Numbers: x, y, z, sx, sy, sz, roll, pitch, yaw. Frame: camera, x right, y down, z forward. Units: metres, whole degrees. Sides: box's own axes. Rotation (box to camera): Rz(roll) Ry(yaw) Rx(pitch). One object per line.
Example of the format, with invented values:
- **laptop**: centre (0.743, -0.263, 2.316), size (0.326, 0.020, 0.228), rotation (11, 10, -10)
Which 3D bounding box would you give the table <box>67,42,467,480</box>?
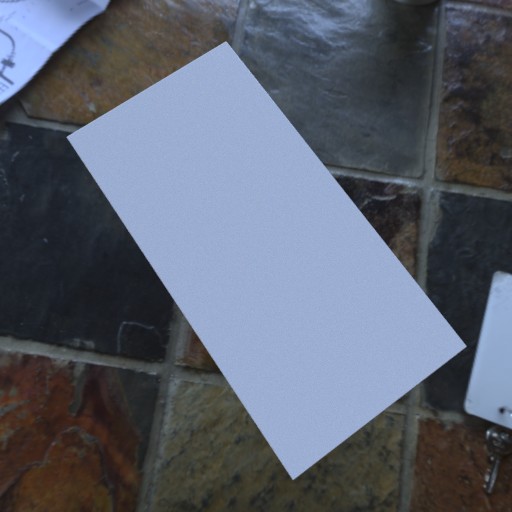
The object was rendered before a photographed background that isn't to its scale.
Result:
- **table**: centre (0.000, 0.000, 1.304), size (0.500, 0.440, 1.000), rotation (-34, 79, -7)
